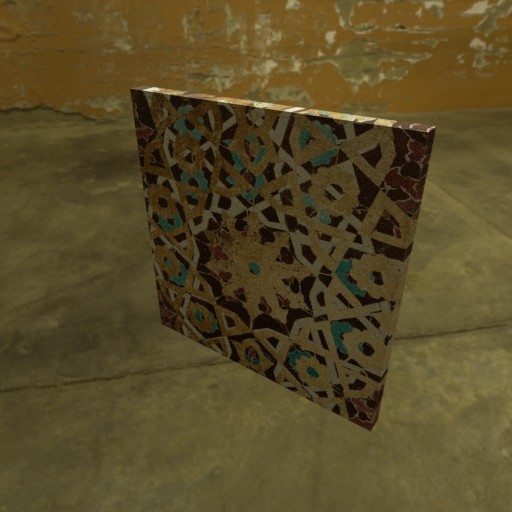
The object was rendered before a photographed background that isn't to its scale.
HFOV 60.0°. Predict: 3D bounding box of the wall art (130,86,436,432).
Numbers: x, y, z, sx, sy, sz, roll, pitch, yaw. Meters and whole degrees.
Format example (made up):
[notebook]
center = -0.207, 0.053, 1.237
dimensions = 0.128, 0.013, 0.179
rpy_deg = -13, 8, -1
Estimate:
[wall art]
center = 0.000, 0.000, 0.927
dimensions = 0.609, 0.613, 0.041
rpy_deg = 20, 35, 30
